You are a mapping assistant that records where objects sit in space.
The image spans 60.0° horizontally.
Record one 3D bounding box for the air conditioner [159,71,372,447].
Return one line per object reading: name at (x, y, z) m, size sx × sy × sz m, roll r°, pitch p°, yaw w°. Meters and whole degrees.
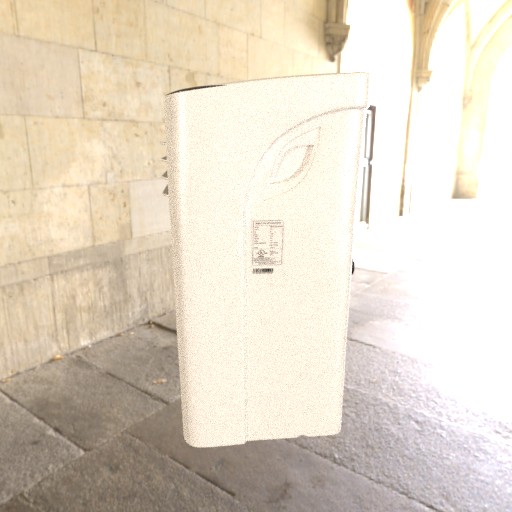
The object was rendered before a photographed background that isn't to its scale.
air conditioner at (0.000, 0.000, 0.952) m, size 0.369 × 0.716 × 0.352 m, roll -2°, pitch 14°, yaw -8°
